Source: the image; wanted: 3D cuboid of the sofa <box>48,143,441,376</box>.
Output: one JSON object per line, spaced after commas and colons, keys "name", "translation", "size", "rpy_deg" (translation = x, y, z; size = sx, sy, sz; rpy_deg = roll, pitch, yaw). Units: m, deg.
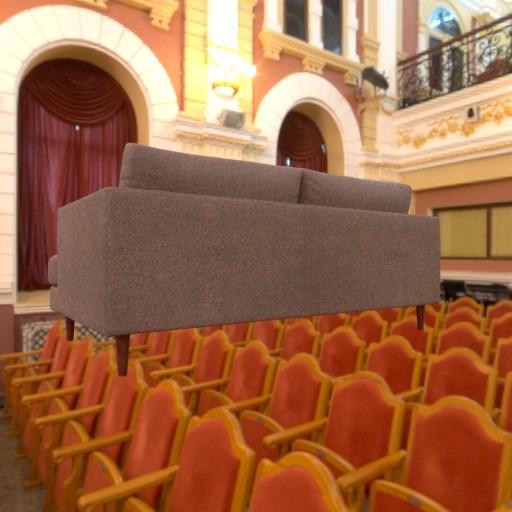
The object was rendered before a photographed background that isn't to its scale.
{"name": "sofa", "translation": [0.000, 0.000, 2.446], "size": [1.948, 0.868, 1.020], "rpy_deg": [0, 0, -35]}
